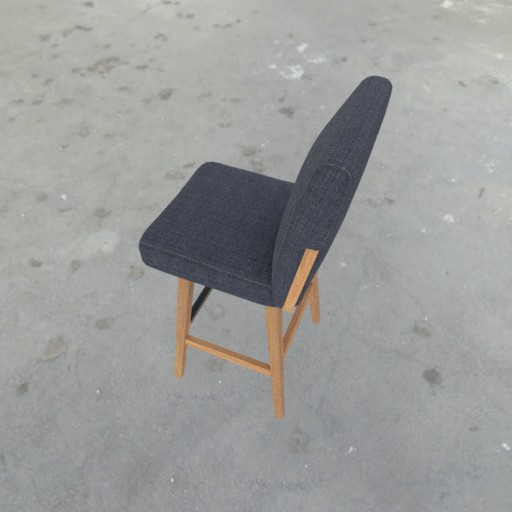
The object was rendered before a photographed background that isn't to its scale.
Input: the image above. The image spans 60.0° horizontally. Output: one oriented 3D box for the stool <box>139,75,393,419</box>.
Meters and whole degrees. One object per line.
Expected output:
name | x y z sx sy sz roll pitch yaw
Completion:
stool | 0.000 0.000 1.417 0.570 1.112 0.483 17 49 15
